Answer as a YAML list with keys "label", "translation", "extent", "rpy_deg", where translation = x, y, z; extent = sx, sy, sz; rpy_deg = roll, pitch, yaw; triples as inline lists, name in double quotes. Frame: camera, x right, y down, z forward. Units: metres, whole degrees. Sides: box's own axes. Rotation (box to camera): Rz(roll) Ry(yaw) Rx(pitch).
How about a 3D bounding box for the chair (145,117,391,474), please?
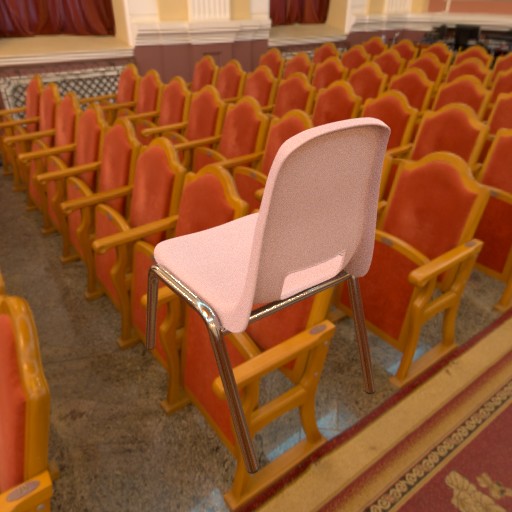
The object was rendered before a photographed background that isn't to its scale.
- label: "chair"
  translation: [0.000, 0.000, 0.856]
  extent: [0.354, 0.586, 0.423]
  rpy_deg: [-20, 36, -30]
